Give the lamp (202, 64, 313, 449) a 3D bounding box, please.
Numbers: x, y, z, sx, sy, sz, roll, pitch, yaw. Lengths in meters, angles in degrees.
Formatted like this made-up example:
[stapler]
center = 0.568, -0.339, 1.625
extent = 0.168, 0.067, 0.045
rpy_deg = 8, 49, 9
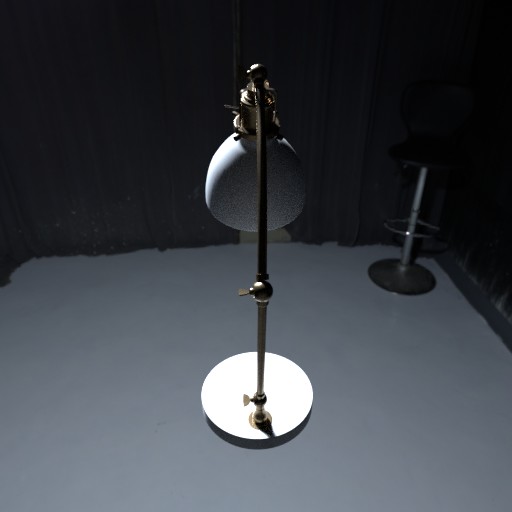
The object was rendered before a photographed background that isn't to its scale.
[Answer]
[lamp]
center = 0.000, 0.000, 0.660
extent = 0.186, 0.522, 0.317
rpy_deg = -1, 31, -2
